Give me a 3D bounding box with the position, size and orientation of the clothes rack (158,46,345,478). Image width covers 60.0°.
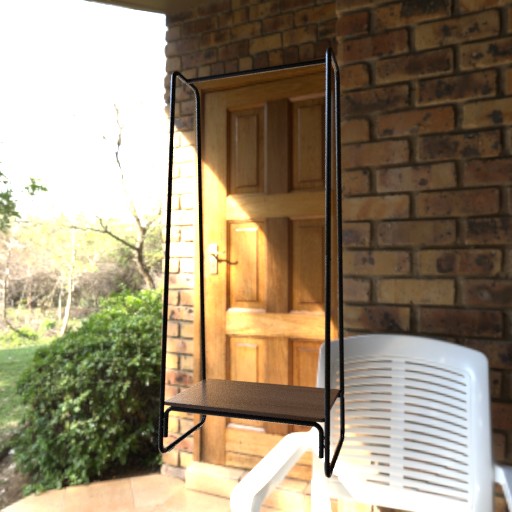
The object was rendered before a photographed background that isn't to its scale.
[{"bbox_3d":[0.000,0.000,1.752,0.640,1.500,0.400,-1,-2,18],"label":"clothes rack"}]
